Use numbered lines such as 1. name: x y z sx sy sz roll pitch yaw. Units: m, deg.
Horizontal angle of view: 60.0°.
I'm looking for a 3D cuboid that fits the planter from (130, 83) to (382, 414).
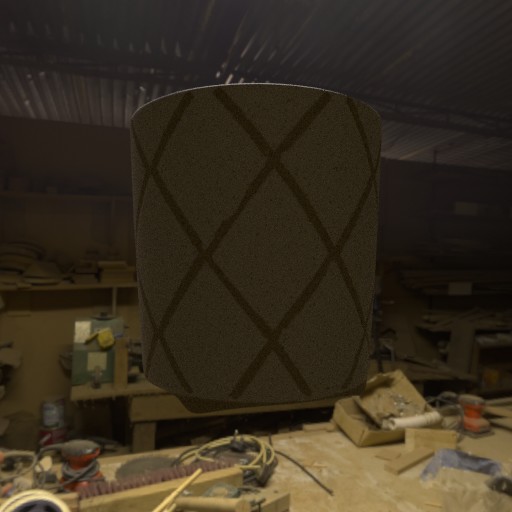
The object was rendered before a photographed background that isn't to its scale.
1. planter: 0.000 0.000 0.415 0.228 0.235 0.228 0 -1 0
